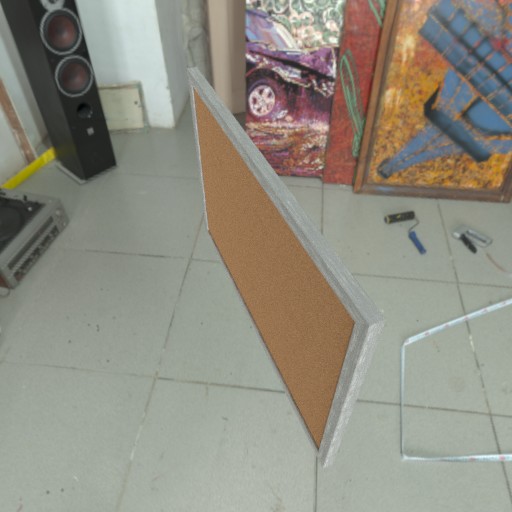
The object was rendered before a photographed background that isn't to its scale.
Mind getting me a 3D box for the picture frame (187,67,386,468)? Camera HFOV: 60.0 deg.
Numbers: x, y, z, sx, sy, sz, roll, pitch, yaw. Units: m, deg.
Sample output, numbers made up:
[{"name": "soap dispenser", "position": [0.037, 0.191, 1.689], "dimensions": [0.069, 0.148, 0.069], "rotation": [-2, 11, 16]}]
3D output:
[{"name": "picture frame", "position": [0.000, 0.000, 1.202], "dimensions": [0.029, 0.640, 0.950], "rotation": [-17, 49, -15]}]
